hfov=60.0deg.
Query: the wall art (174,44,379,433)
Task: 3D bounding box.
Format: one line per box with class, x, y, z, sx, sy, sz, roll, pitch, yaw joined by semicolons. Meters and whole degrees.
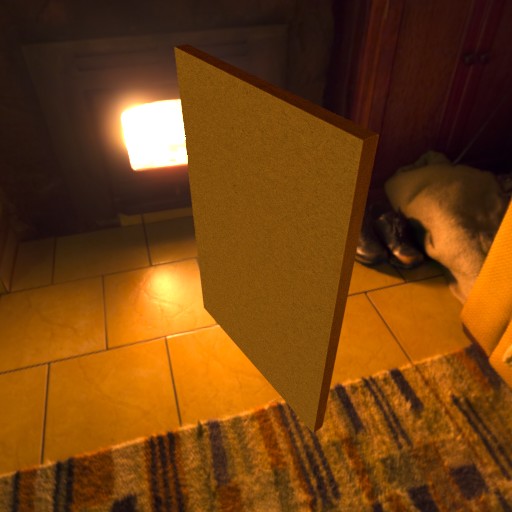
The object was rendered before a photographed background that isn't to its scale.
wall art;0.000;0.000;1.178;0.037;0.914;0.610;-26;47;-27
